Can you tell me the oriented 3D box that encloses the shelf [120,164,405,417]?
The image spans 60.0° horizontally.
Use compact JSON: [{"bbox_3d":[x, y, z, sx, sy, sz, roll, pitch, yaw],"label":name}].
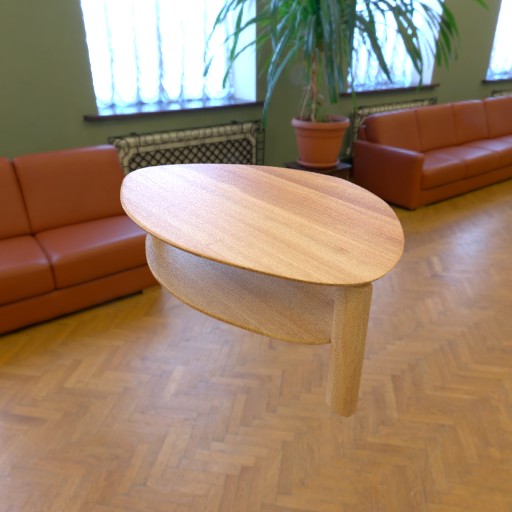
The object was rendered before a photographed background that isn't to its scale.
[{"bbox_3d":[0.000,0.000,1.632,0.845,0.440,1.246,-18,31,-33],"label":"shelf"}]
